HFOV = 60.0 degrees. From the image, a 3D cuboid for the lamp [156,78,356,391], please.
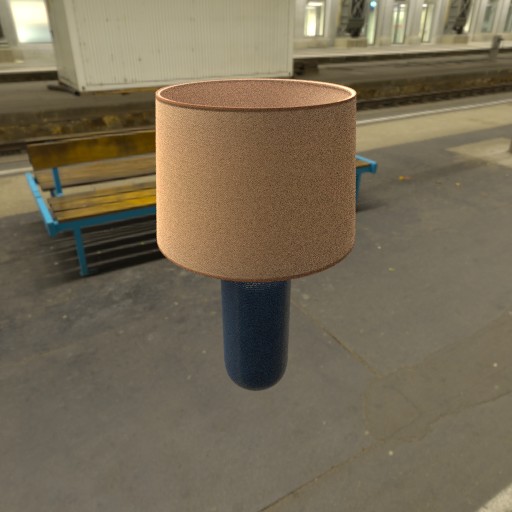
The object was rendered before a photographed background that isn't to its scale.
[{"bbox_3d":[0.000,0.000,0.862,0.367,0.609,0.367,0,28,0],"label":"lamp"}]
